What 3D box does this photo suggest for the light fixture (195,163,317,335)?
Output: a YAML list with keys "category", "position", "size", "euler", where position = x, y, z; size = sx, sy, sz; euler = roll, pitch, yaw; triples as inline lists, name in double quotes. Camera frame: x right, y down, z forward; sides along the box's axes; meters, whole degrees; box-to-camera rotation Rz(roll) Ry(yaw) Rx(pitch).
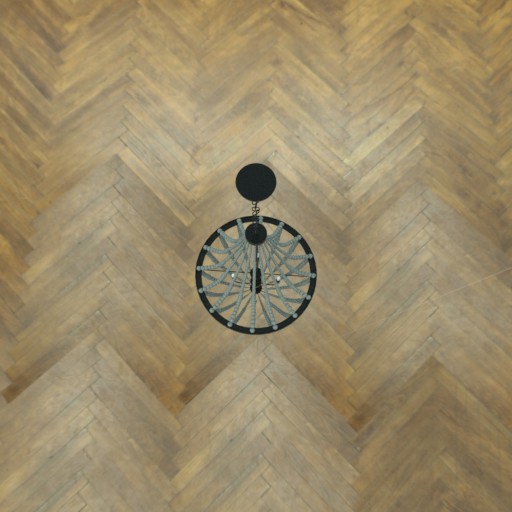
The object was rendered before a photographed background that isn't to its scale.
- category: "light fixture"
  position: [0.000, 0.000, 1.396]
  size: [0.450, 1.133, 0.450]
  euler: [0, 75, 0]
